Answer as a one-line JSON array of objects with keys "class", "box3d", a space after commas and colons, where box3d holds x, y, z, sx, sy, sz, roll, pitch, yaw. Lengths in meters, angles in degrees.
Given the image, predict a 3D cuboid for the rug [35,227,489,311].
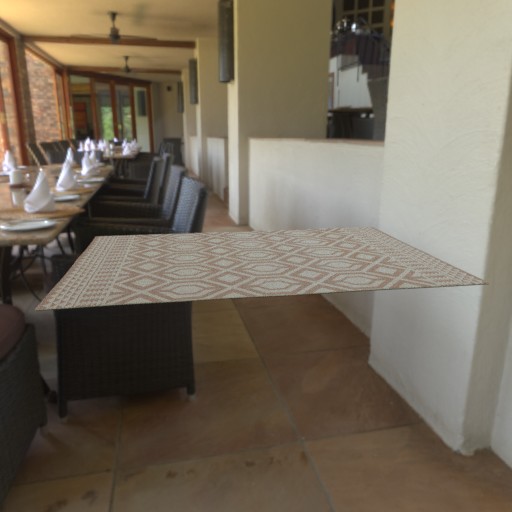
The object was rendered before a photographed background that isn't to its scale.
[{"class": "rug", "box3d": [0.000, 0.000, 2.334, 1.829, 0.008, 1.219, -2, 15, -9]}]
